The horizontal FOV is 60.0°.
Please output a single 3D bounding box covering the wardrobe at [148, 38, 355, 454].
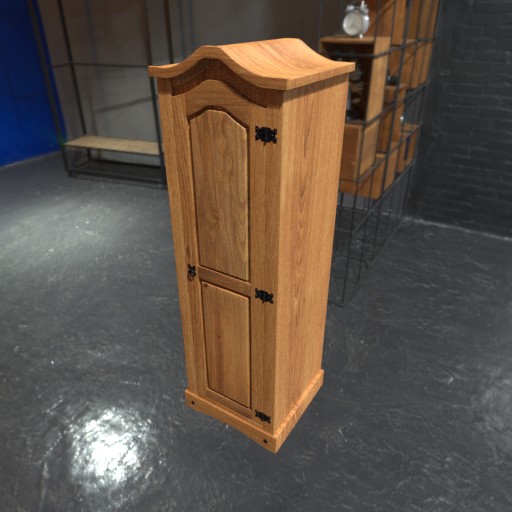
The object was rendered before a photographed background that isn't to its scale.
[{"bbox_3d":[0.000,0.000,2.139,0.590,1.870,0.570,17,34,28],"label":"wardrobe"}]
